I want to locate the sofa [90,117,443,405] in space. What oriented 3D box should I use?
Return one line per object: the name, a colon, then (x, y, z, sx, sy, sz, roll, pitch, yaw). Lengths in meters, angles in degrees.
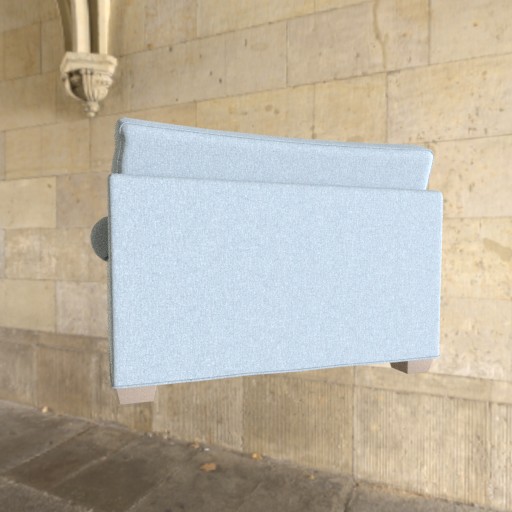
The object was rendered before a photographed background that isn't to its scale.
sofa: (0.000, 0.000, 2.029, 1.410, 0.953, 0.940, 0, 1, -19)
